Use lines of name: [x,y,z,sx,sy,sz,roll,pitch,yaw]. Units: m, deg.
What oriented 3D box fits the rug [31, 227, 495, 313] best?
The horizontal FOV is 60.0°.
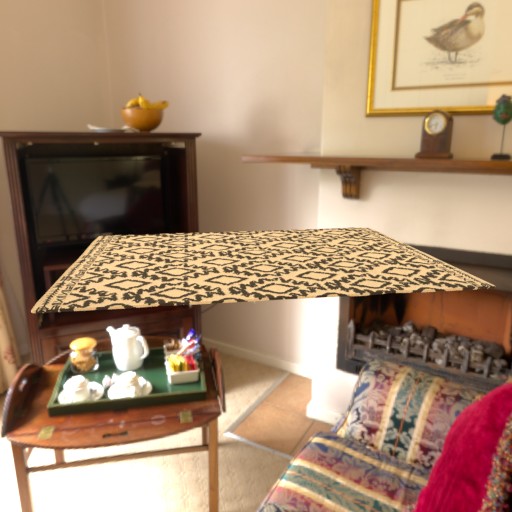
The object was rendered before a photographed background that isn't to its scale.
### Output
rug: [0.000,0.000,4.285,3.369,0.036,2.444,-2,14,-9]
